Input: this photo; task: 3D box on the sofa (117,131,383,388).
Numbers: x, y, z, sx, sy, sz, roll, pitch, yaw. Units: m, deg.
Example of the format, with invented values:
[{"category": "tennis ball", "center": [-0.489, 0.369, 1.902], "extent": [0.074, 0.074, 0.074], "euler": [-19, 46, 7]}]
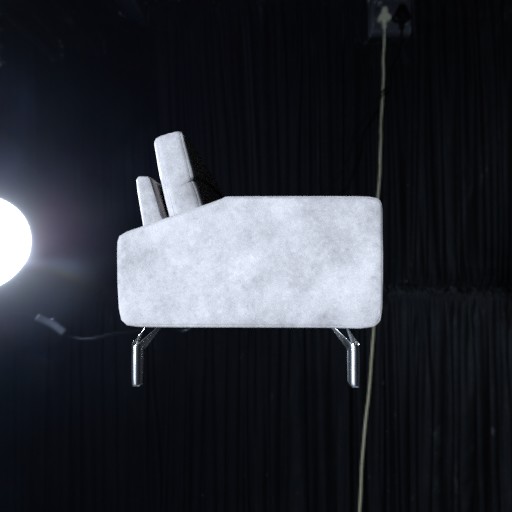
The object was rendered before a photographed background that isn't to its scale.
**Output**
[{"category": "sofa", "center": [0.000, 0.000, 2.295], "extent": [0.849, 0.859, 1.837], "euler": [0, -1, 1]}]
